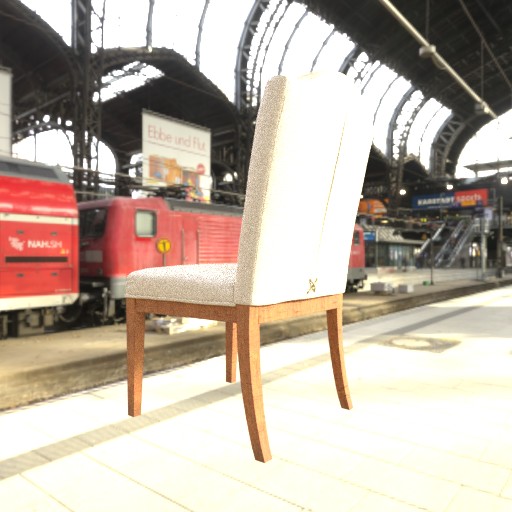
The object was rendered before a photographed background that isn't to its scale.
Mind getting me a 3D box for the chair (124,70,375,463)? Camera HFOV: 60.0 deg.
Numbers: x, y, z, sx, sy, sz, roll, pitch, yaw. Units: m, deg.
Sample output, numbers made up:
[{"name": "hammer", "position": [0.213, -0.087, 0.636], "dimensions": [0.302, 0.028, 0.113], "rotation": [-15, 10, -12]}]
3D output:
[{"name": "chair", "position": [0.000, 0.000, 1.413], "dimensions": [0.648, 1.012, 0.534], "rotation": [0, 0, 37]}]
